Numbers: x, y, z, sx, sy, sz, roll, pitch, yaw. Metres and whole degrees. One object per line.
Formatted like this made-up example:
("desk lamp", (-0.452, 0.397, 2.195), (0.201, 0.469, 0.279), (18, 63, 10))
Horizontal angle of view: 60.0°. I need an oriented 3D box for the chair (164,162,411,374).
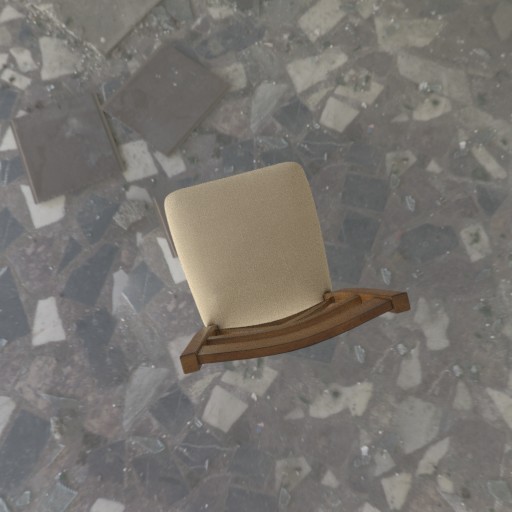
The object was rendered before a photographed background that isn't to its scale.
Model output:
("chair", (0.000, 0.000, 1.279), (0.461, 0.949, 0.581), (-15, 76, -4))
